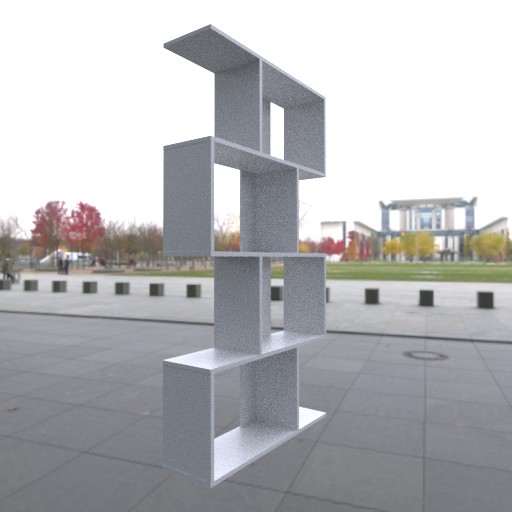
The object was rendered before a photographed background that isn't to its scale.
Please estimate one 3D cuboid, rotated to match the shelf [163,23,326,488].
[{"bbox_3d":[0.000,0.000,2.006,0.250,1.650,0.890,0,0,36],"label":"shelf"}]
